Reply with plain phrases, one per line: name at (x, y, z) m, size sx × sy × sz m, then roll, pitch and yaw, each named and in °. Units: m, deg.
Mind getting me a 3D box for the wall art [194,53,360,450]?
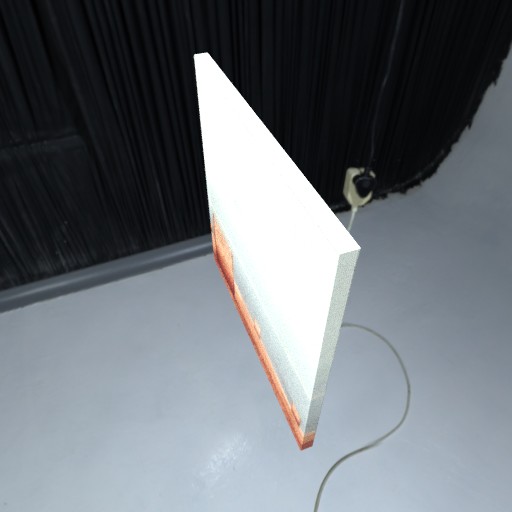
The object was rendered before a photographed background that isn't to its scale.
wall art at (0.000, 0.000, 1.164) m, size 0.042 × 0.760 × 0.760 m, roll -16°, pitch 48°, yaw -15°
